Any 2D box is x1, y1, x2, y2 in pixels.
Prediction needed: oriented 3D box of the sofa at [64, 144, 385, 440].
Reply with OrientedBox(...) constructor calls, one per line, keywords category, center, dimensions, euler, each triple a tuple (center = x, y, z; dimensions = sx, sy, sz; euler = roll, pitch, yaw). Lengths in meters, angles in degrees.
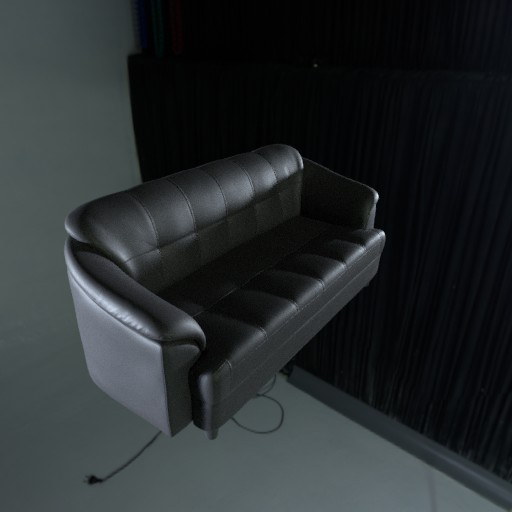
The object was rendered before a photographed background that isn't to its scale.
OrientedBox(category="sofa", center=(0.000, 0.000, 2.267), dimensions=(0.800, 0.811, 1.829), euler=(18, 31, 32))
